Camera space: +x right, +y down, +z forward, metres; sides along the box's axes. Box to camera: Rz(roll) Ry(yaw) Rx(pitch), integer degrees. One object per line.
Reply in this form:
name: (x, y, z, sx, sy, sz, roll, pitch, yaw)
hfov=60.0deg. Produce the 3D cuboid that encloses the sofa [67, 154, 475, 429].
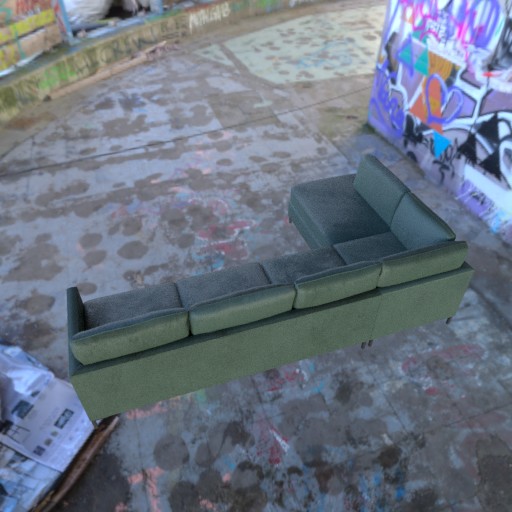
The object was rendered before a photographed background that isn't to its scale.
sofa: (0.000, 0.000, 4.297, 3.384, 0.996, 2.048, -13, 43, -14)
